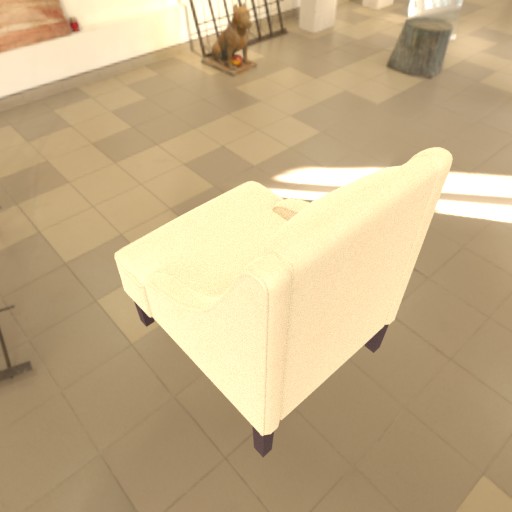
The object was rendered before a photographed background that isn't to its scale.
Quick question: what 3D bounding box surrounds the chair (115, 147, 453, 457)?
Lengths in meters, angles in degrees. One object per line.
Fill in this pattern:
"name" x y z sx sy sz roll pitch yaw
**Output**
"chair" 0.000 0.000 1.492 0.689 0.886 0.806 -33 54 -28
